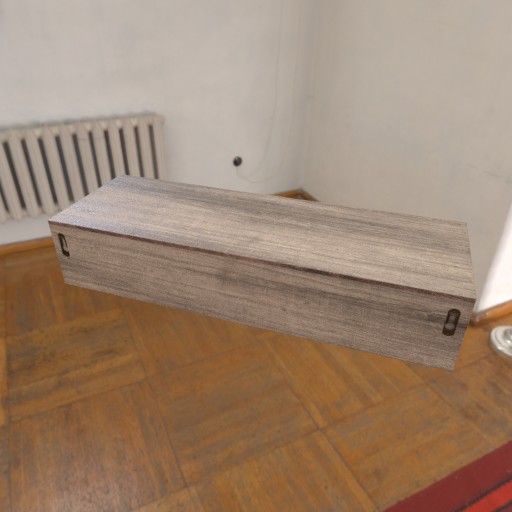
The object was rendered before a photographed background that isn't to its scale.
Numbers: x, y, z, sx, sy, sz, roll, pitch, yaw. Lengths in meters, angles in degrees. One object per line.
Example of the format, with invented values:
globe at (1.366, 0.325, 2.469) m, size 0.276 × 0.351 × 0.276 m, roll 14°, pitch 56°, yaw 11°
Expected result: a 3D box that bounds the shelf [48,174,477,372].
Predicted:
shelf at (0.000, 0.000, 0.711) m, size 0.610 × 0.125 × 0.200 m, roll 10°, pitch 33°, yaw 16°
